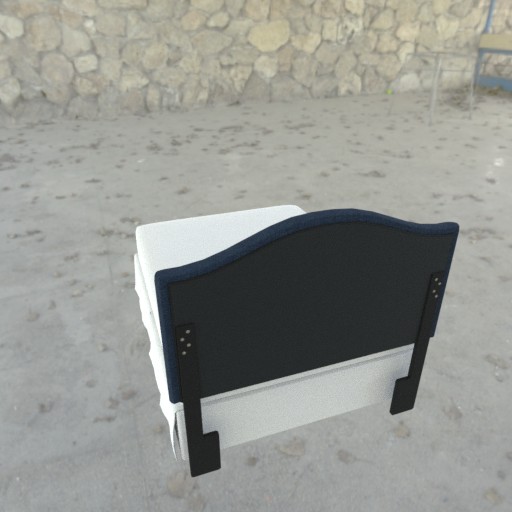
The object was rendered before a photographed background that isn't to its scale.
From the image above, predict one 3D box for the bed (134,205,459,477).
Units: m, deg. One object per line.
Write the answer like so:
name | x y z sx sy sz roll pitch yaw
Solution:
bed | 0.000 0.000 3.298 1.725 1.518 2.153 -10 30 -17
